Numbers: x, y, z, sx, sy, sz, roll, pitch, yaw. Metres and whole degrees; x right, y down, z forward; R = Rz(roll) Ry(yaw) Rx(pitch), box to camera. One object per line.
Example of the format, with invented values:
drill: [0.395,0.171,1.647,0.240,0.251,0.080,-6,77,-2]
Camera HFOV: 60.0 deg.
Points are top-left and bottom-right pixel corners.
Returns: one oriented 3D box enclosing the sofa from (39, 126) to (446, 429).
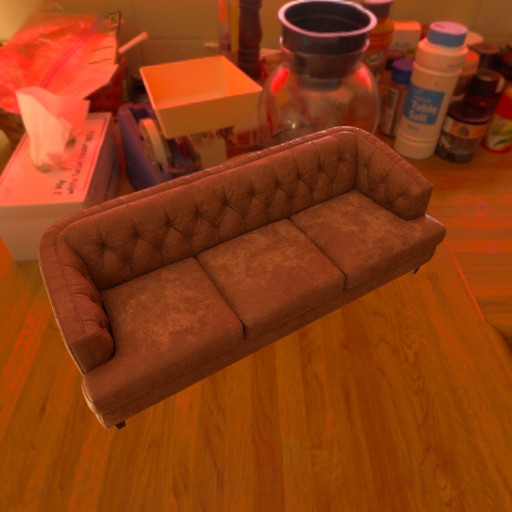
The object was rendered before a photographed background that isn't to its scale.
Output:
sofa: [0.000,0.000,2.637,2.257,0.791,0.922,-23,50,-21]
